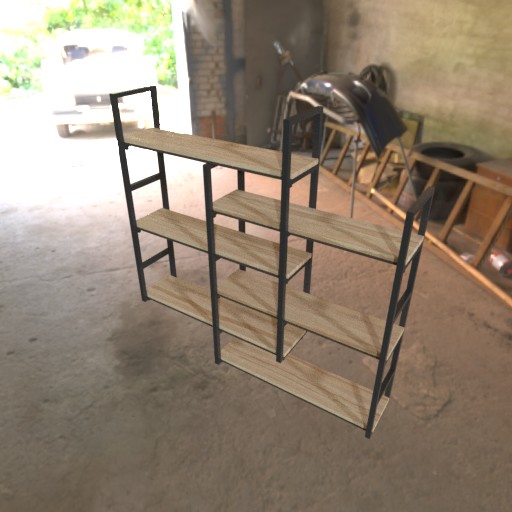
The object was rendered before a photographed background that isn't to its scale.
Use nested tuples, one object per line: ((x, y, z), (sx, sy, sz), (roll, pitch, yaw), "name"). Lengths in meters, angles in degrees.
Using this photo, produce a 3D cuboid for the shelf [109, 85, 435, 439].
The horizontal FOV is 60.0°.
((0.000, 0.000, 1.408), (0.946, 0.921, 0.183), (18, 35, 28), "shelf")
